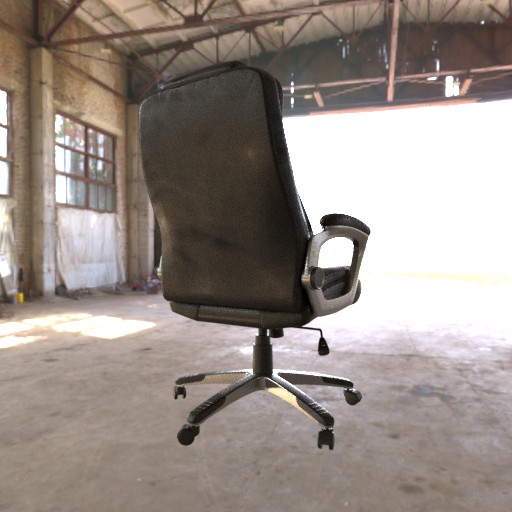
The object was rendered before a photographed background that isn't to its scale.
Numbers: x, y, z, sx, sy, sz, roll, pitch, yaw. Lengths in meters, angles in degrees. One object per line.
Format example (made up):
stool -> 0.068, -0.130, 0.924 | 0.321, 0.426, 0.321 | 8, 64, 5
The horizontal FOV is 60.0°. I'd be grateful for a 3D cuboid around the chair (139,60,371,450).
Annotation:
chair -> 0.000, 0.000, 1.518 | 0.697, 1.075, 0.689 | 0, 1, 35
